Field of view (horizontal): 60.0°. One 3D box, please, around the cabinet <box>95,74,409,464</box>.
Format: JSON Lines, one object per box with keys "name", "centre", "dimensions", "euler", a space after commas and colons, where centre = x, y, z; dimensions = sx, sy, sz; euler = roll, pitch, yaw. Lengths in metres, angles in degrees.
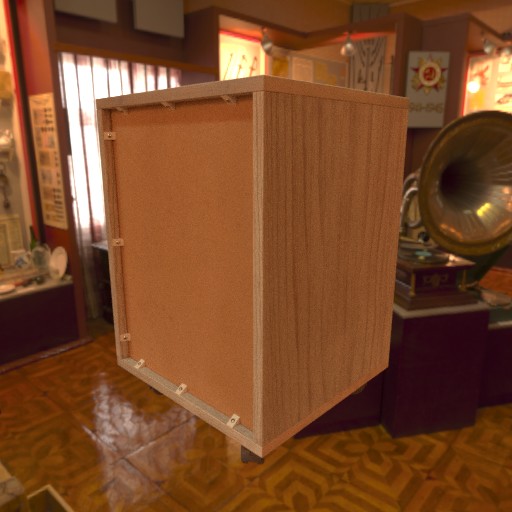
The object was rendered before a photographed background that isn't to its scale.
{"name": "cabinet", "centre": [0.000, 0.000, 0.863], "dimensions": [0.409, 0.579, 0.401], "euler": [13, 19, 42]}
